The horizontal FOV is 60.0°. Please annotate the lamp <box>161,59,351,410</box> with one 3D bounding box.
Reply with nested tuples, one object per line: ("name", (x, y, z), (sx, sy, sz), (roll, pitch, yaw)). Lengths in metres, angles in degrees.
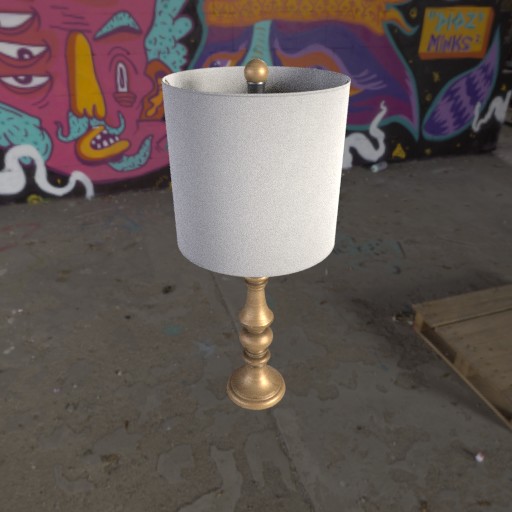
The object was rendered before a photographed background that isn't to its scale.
("lamp", (0.000, 0.000, 0.732), (0.250, 0.597, 0.250), (1, 30, 2))
